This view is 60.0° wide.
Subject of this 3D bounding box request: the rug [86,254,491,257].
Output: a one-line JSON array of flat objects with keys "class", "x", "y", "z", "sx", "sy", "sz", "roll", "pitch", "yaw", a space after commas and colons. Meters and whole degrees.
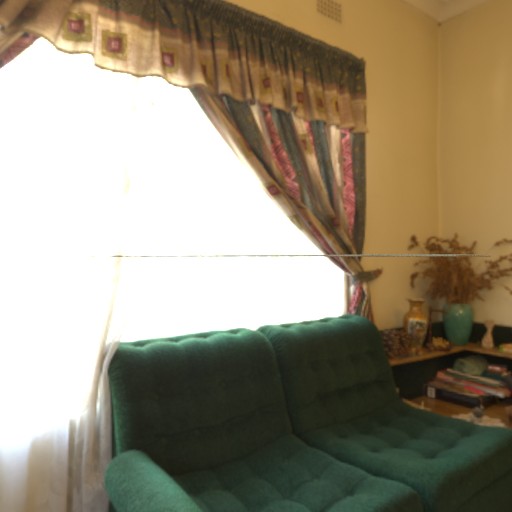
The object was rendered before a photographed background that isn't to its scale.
[{"class": "rug", "x": 0.000, "y": 0.000, "z": 2.505, "sx": 2.275, "sy": 0.009, "sz": 0.684, "roll": 0, "pitch": 0, "yaw": 36}]
